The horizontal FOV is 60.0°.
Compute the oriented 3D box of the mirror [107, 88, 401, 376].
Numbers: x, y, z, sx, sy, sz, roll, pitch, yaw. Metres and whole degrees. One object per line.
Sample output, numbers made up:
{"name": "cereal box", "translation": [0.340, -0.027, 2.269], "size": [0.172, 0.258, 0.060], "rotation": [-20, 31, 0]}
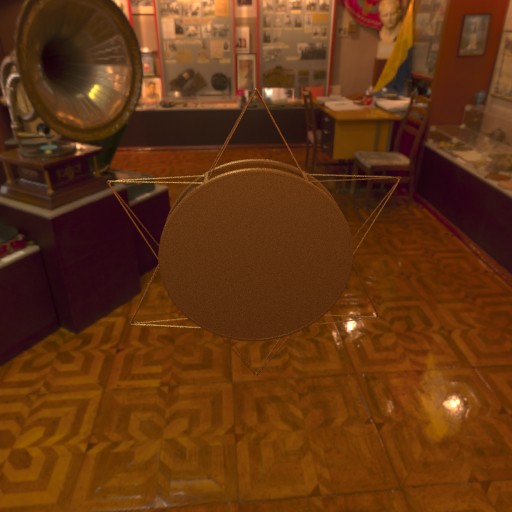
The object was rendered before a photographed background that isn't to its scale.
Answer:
{"name": "mirror", "translation": [0.000, 0.000, 0.815], "size": [0.498, 0.581, 0.062], "rotation": [-1, 28, -2]}
